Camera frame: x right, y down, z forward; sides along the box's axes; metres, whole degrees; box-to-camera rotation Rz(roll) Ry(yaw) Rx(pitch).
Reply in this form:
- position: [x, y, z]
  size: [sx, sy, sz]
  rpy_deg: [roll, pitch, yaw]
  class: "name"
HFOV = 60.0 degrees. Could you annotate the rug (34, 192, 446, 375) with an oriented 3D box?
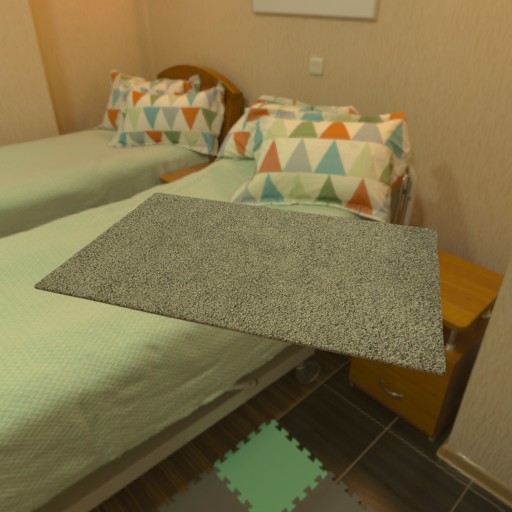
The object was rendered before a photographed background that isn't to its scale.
- position: [0.000, 0.000, 3.496]
  size: [2.743, 0.030, 1.778]
  rpy_deg: [9, 32, 15]
  class: "rug"
